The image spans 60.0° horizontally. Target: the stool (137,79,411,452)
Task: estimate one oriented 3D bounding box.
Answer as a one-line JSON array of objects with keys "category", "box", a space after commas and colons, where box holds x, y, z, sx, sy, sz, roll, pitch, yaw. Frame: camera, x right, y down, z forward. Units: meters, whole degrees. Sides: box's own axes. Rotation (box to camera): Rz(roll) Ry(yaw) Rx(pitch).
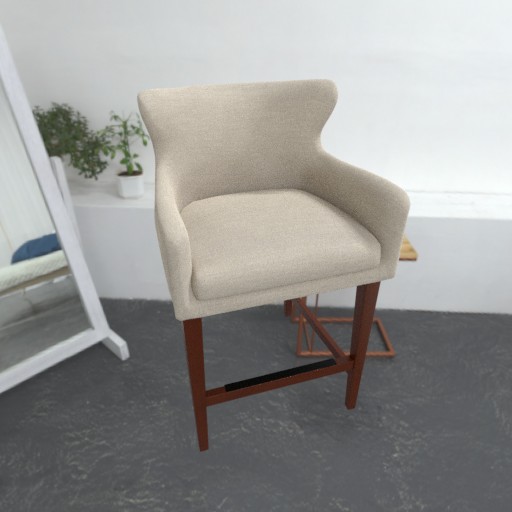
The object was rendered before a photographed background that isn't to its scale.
[{"category": "stool", "box": [0.000, 0.000, 1.407, 0.615, 0.987, 0.637, -10, 33, -15]}]
